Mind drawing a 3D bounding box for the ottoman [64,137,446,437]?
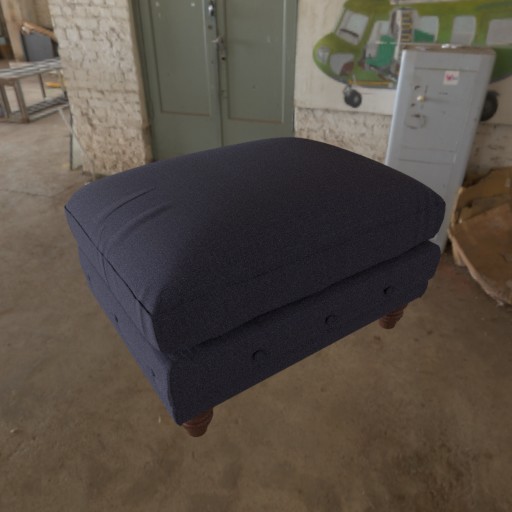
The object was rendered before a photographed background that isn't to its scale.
[{"bbox_3d":[0.000,0.000,1.133,0.767,0.486,0.558,-20,37,-29],"label":"ottoman"}]
